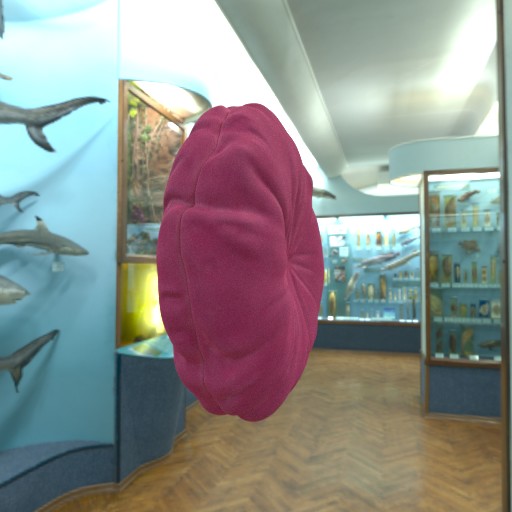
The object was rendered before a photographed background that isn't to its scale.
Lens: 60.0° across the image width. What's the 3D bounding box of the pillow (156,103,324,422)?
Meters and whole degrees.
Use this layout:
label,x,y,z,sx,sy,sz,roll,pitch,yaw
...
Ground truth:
label,x,y,z,sx,sy,sz,roll,pitch,yaw
pillow,0.000,0.000,0.624,0.148,0.407,0.428,-1,-2,18
